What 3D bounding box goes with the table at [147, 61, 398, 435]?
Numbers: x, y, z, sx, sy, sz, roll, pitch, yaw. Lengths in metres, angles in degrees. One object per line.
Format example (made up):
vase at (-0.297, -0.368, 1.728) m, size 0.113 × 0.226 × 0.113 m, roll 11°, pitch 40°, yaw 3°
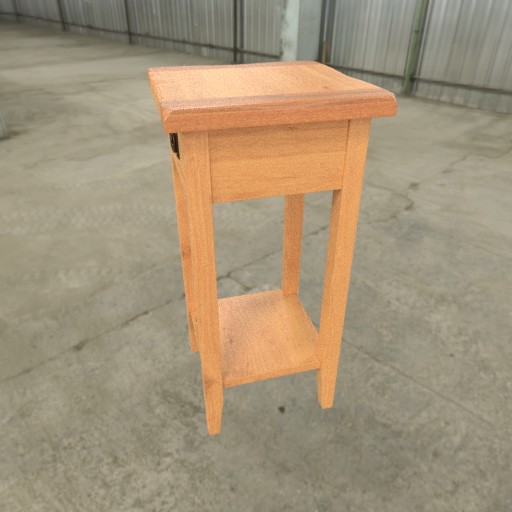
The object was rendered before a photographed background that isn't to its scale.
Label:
table at (0.000, 0.000, 0.984) m, size 0.360 × 0.740 × 0.360 m, roll -8°, pitch 33°, yaw -13°
